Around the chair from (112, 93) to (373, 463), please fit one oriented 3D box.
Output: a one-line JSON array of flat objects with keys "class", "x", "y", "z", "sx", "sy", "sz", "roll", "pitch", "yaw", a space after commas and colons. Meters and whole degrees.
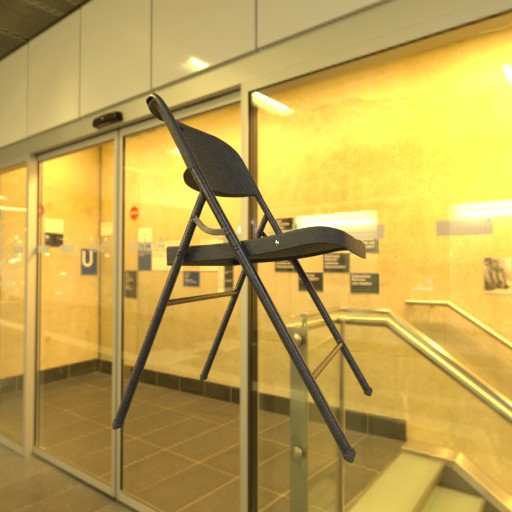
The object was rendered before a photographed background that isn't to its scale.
[{"class": "chair", "x": 0.000, "y": 0.000, "z": 1.178, "sx": 0.566, "sy": 0.810, "sz": 0.494, "roll": 0, "pitch": -1, "yaw": 19}]
